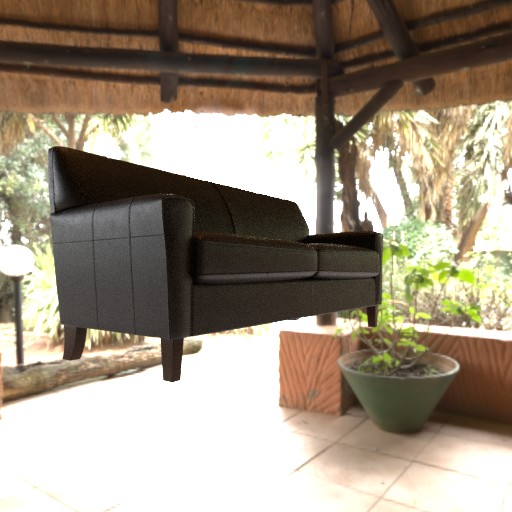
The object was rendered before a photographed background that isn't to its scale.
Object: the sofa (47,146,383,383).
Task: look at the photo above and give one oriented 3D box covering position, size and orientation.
[{"bbox_3d":[0.000,0.000,2.528,0.805,0.947,2.053,-1,-2,37],"label":"sofa"}]
